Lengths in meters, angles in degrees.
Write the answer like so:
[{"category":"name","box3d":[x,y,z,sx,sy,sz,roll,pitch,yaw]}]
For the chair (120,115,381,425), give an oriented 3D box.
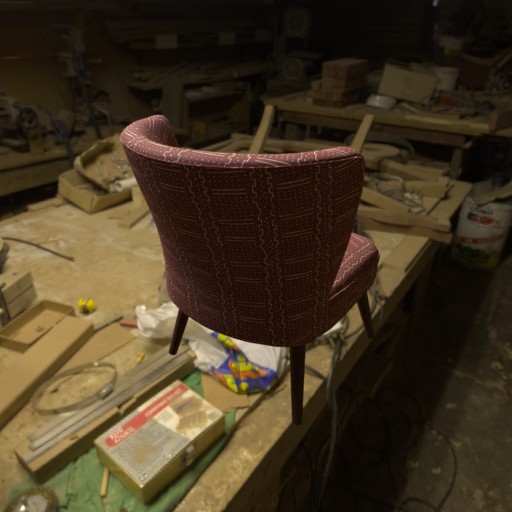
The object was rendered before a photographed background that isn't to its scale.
[{"category":"chair","box3d":[0.000,0.000,1.444,0.706,0.866,0.758,19,34,31]}]
